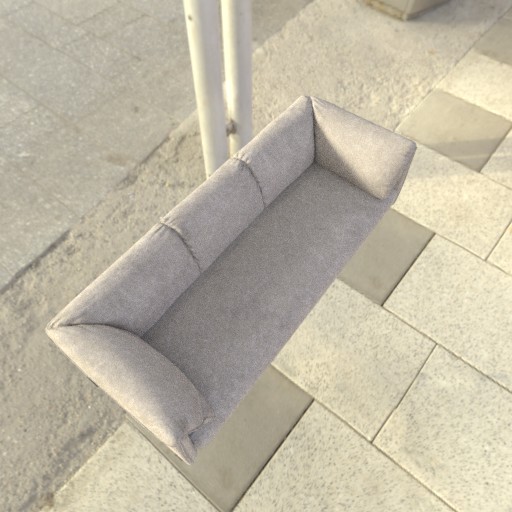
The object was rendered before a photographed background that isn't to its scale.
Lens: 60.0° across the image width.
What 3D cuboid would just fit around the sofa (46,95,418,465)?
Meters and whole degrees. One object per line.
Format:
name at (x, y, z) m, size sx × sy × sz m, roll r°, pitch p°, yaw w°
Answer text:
sofa at (0.000, 0.000, 2.677) m, size 0.899 × 0.758 × 2.238 m, roll 33°, pitch 62°, yaw 19°
